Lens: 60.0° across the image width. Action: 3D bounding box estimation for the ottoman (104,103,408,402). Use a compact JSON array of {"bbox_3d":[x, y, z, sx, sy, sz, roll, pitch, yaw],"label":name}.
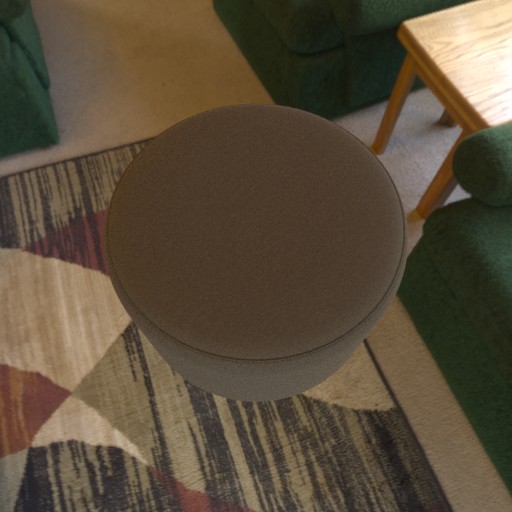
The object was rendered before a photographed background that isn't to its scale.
[{"bbox_3d":[0.000,0.000,1.032,0.608,0.433,0.608,0,64,0],"label":"ottoman"}]
